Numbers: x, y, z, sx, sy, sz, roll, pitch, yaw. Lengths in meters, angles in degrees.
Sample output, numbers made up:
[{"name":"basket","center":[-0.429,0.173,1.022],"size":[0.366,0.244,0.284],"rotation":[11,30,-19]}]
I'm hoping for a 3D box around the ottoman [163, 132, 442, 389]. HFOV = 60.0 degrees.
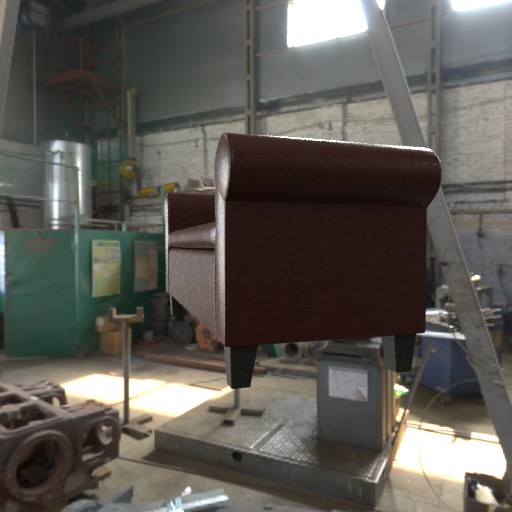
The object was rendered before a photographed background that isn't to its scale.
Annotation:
[{"name":"ottoman","center":[0.000,0.000,1.545],"size":[0.521,0.547,1.256],"rotation":[0,1,-17]}]
